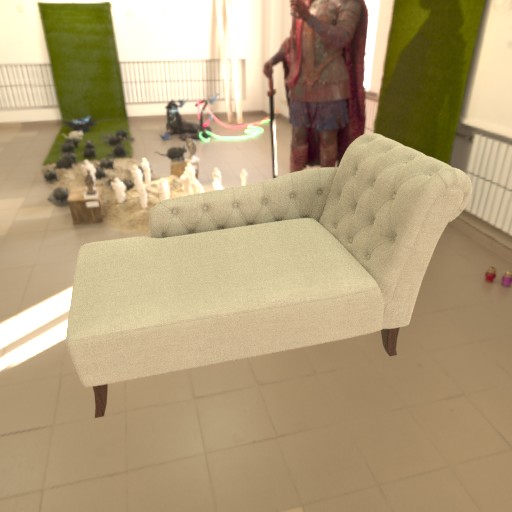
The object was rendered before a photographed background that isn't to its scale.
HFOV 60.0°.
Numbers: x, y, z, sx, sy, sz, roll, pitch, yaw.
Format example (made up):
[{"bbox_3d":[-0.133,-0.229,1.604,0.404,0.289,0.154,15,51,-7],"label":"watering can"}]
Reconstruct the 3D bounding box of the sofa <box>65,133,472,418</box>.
[{"bbox_3d":[0.000,0.000,1.759,1.379,0.787,0.675,-8,29,-14],"label":"sofa"}]
